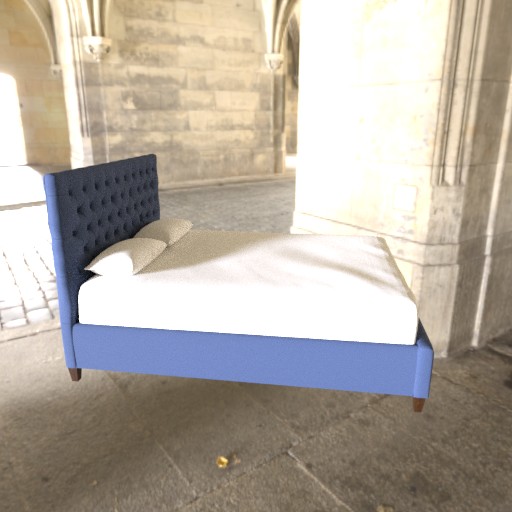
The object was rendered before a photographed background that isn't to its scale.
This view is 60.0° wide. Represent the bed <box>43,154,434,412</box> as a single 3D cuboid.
[{"bbox_3d":[0.000,0.000,3.474,2.387,1.427,1.706,3,17,8],"label":"bed"}]
